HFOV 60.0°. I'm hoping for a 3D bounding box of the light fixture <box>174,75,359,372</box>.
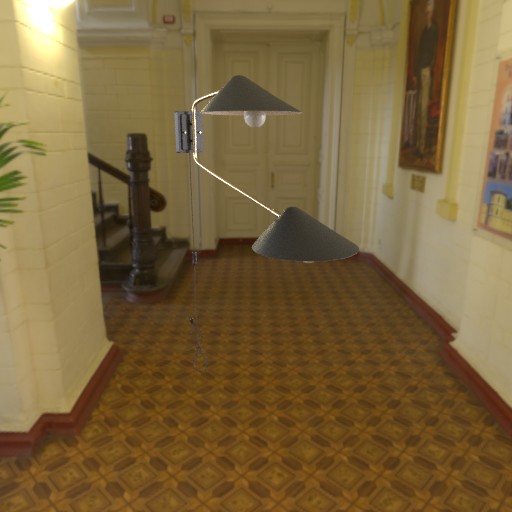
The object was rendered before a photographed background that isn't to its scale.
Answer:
[{"bbox_3d":[0.000,0.000,0.866,0.422,0.665,0.189,14,21,42],"label":"light fixture"}]
